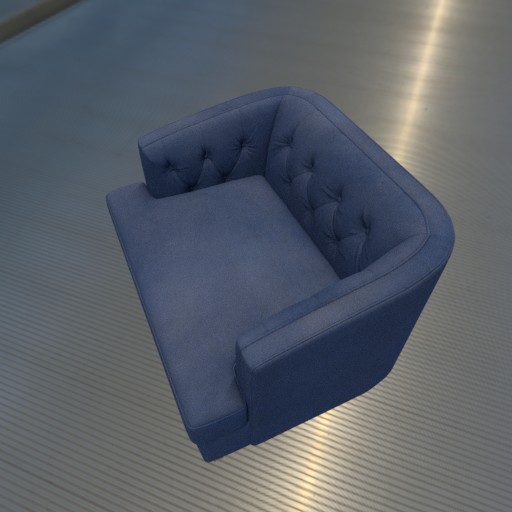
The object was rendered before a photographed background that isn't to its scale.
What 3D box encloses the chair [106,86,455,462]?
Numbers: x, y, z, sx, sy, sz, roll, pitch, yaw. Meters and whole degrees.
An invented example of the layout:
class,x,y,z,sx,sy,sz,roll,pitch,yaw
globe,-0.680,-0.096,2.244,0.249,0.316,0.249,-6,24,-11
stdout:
class,x,y,z,sx,sy,sz,roll,pitch,yaw
chair,0.000,0.000,1.697,0.914,0.787,1.118,-19,51,-16
